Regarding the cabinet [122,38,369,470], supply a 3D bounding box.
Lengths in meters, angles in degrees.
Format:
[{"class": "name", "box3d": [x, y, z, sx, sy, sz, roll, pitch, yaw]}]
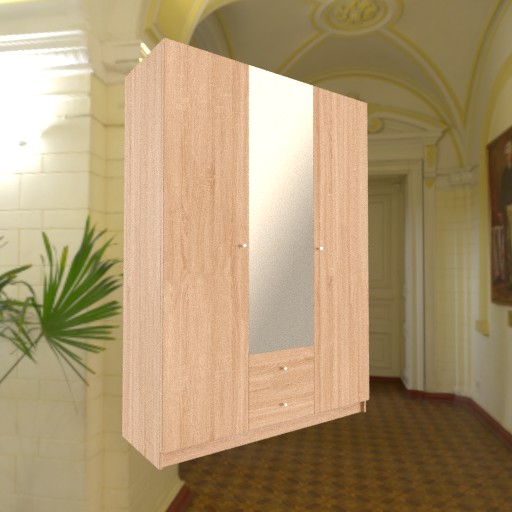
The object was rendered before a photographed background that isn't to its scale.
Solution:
[{"class": "cabinet", "box3d": [0.000, 0.000, 2.813, 1.500, 2.120, 0.590, 1, -2, -36]}]
